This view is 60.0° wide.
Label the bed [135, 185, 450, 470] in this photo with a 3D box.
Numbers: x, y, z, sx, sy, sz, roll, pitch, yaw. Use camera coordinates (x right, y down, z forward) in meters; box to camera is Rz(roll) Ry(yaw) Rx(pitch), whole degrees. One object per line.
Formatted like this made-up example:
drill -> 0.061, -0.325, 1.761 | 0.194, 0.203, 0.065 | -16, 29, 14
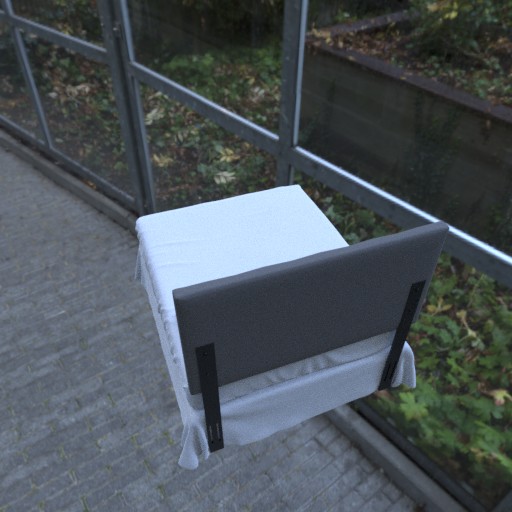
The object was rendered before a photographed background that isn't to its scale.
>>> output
bed -> 0.000, 0.000, 3.562 | 1.936, 1.577, 2.222 | -14, 42, -16
